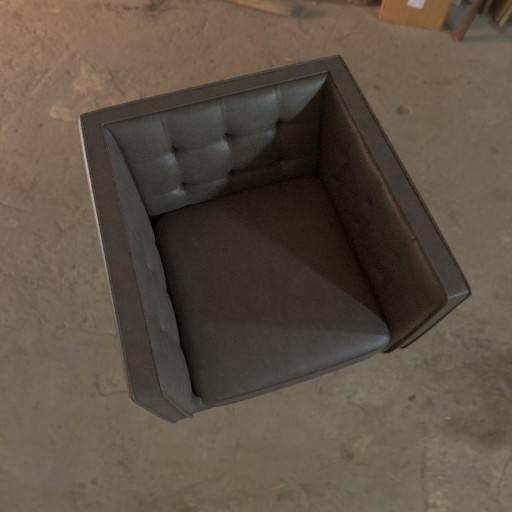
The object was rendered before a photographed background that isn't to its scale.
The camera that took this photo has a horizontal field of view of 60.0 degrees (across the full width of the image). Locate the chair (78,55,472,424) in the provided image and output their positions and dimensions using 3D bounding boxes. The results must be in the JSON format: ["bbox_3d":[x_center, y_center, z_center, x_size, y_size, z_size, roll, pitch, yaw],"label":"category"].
[{"bbox_3d":[0.000,0.000,1.545,0.880,0.790,0.894,-16,66,-7],"label":"chair"}]
